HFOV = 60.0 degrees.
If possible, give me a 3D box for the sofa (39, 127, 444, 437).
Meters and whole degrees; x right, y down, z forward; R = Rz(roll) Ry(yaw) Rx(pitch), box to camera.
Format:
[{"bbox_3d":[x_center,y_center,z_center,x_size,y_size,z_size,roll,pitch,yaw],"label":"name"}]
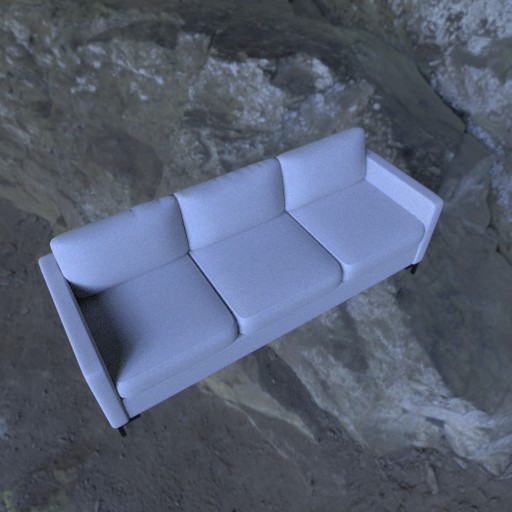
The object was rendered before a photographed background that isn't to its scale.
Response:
[{"bbox_3d":[0.000,0.000,2.670,2.218,0.874,0.859,-25,51,-22],"label":"sofa"}]
